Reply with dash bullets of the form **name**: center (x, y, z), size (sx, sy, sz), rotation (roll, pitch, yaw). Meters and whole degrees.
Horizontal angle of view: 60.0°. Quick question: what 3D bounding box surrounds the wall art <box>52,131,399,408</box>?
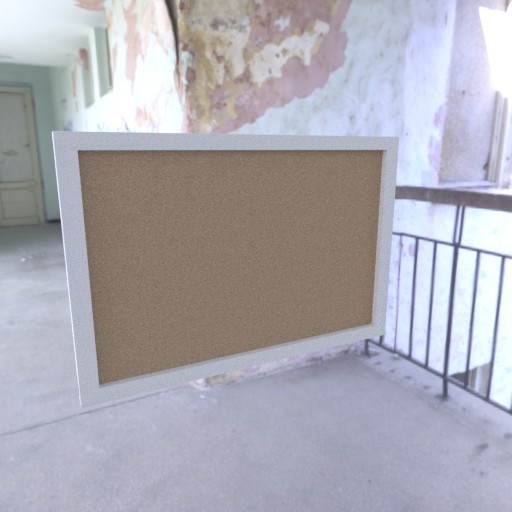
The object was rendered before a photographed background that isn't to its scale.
- **wall art**: center (0.000, 0.000, 1.450), size (1.144, 0.767, 0.038), rotation (-7, 15, -26)
